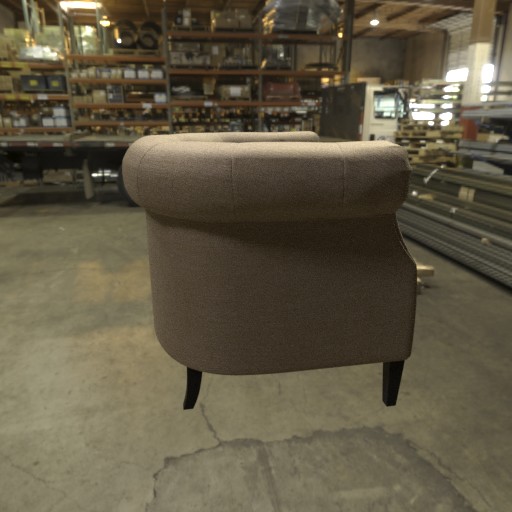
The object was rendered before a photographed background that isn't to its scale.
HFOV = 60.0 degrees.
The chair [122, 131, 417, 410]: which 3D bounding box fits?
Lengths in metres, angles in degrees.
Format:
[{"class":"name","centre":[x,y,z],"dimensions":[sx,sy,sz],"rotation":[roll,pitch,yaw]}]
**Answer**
[{"class":"chair","centre":[0.000,0.000,1.564],"dimensions":[0.852,0.827,0.905],"rotation":[-3,18,-10]}]
